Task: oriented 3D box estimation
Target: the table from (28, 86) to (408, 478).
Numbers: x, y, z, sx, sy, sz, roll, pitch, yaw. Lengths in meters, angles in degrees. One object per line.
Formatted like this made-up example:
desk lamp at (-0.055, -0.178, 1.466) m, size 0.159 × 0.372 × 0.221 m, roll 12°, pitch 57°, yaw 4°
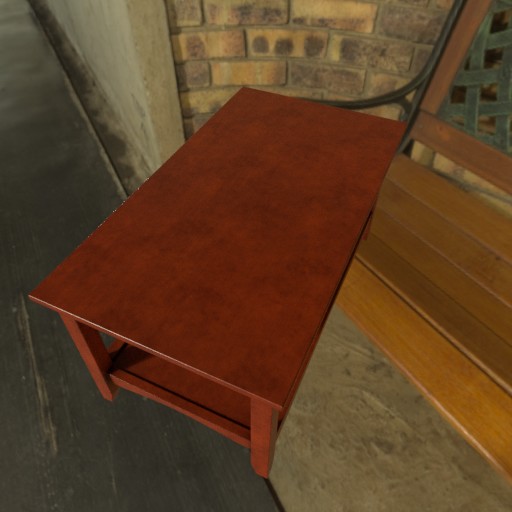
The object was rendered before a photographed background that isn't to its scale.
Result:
table at (0.000, 0.000, 1.234) m, size 0.533 × 0.456 × 0.943 m, roll 19°, pitch 50°, yaw 17°
